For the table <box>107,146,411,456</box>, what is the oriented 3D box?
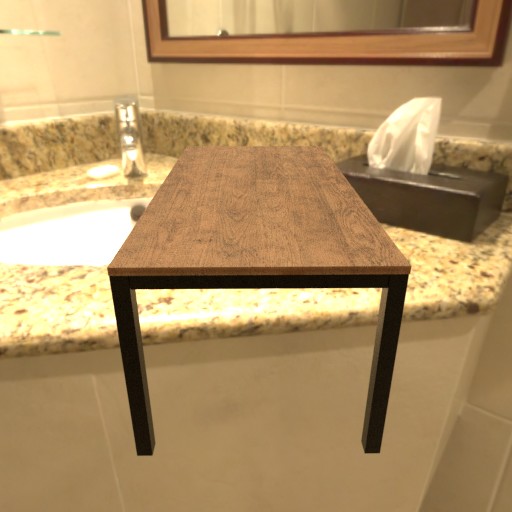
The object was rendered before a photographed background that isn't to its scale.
[{"bbox_3d":[0.000,0.000,2.278,0.893,0.767,1.805,0,25,-1],"label":"table"}]
